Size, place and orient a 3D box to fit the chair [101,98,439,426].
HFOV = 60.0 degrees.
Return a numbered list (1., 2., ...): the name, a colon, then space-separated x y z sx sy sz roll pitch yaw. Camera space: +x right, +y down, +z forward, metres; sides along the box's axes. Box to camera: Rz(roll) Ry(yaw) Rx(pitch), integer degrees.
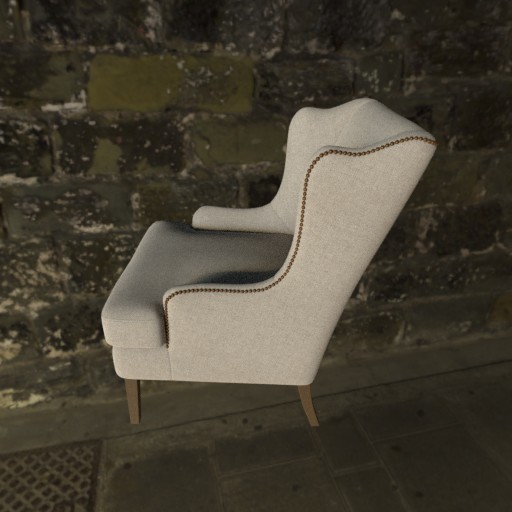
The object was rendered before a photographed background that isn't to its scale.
1. chair: 0.000 0.000 1.614 0.940 1.029 0.737 0 27 1
